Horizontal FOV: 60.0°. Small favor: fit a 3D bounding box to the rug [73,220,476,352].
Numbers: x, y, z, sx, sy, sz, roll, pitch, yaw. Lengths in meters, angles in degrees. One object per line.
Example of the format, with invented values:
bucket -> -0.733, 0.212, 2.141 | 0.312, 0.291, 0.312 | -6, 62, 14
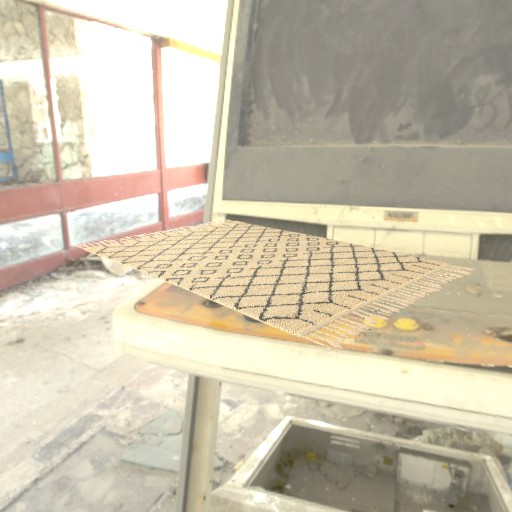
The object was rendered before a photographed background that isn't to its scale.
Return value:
rug -> 0.000, 0.000, 3.308 | 1.664, 0.029, 2.615 | -15, 21, -43
